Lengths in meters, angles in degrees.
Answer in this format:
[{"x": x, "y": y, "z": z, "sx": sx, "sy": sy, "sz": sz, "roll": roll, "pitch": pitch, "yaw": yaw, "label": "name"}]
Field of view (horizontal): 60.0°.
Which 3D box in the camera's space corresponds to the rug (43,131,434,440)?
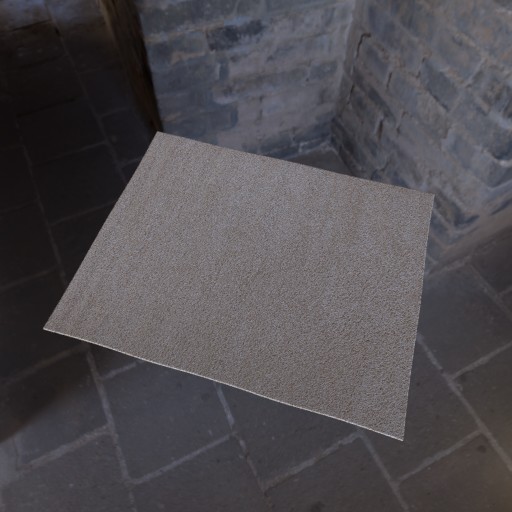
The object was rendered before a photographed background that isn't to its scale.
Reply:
[{"x": 0.000, "y": 0.000, "z": 4.082, "sx": 3.000, "sy": 0.026, "sz": 2.400, "roll": 15, "pitch": 61, "yaw": 8, "label": "rug"}]
